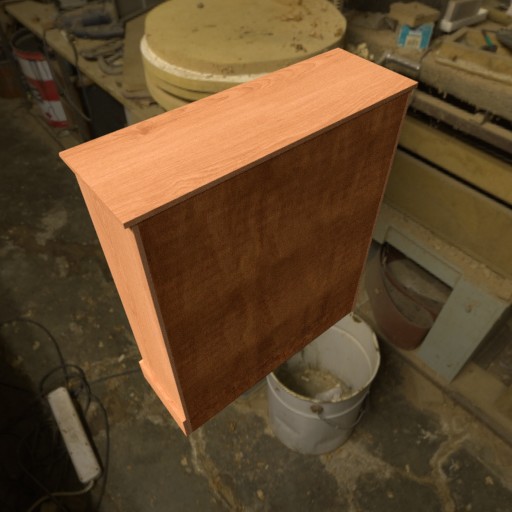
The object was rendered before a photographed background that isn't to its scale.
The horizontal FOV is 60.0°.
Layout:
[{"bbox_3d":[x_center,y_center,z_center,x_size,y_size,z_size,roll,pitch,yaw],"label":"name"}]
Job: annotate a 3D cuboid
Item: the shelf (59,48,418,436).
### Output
[{"bbox_3d":[0.000,0.000,1.394,0.840,0.980,0.291,-31,54,-26],"label":"shelf"}]
